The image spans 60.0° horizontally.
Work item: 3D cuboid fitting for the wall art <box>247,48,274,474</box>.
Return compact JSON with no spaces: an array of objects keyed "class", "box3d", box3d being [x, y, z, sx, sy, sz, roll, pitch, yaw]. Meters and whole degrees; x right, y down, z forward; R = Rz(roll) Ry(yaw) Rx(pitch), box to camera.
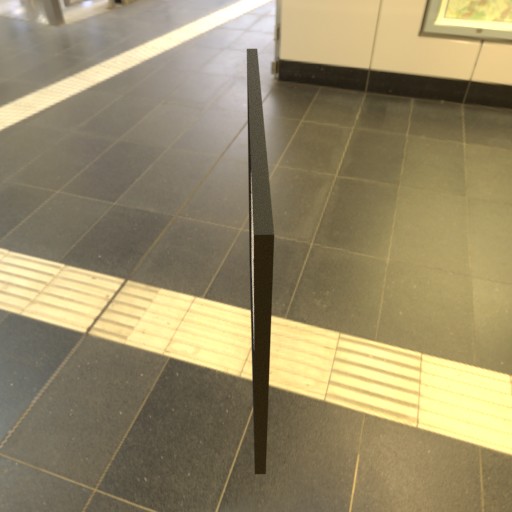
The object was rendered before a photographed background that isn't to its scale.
[{"class":"wall art","box3d":[0.000,0.000,0.523,0.013,0.356,0.356,-1,42,-1]}]
